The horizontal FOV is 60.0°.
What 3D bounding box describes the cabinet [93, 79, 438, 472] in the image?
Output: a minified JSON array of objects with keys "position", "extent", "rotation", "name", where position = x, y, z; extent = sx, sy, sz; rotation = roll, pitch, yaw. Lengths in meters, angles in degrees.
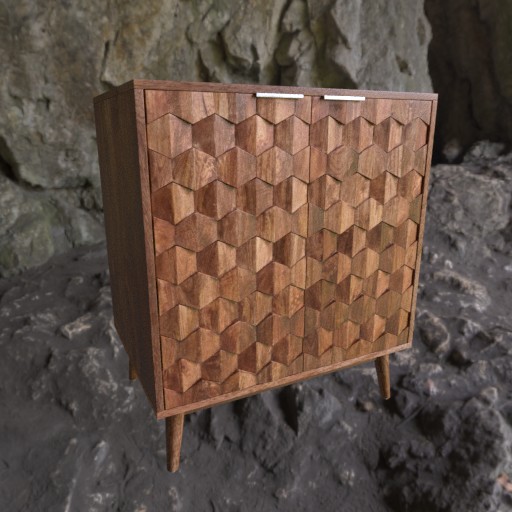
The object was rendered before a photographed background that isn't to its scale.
[{"position":[0.000,0.000,1.112],"extent":[0.647,0.758,0.473],"rotation":[-8,18,-26],"name":"cabinet"}]
